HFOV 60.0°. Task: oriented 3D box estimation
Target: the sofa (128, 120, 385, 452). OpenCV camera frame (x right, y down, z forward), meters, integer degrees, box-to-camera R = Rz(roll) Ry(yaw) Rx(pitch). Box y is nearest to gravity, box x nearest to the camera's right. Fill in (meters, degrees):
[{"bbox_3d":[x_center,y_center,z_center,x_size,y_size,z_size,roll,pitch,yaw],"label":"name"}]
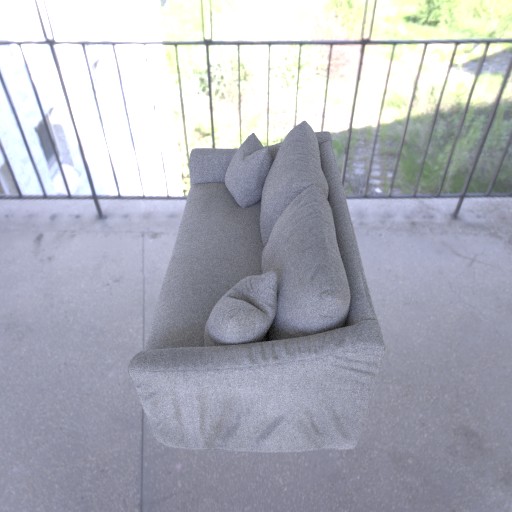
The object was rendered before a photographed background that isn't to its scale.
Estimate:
[{"bbox_3d":[0.000,0.000,2.693,1.072,1.018,2.010,1,40,1],"label":"sofa"}]
